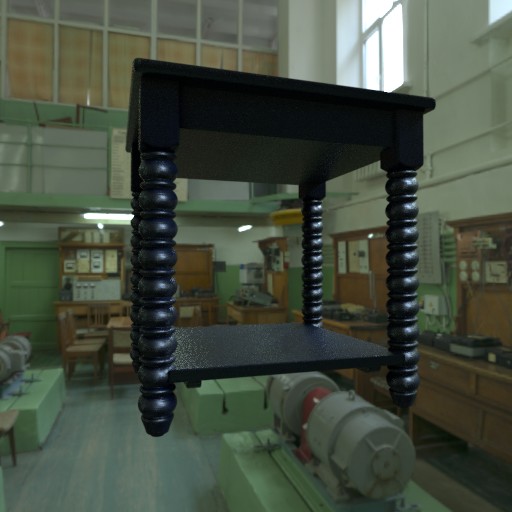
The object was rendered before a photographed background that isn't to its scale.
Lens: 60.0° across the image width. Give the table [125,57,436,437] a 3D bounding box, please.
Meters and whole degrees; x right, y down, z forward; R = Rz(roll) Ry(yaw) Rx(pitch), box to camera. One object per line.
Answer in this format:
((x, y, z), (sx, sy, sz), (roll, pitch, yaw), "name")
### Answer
((0.000, 0.000, 0.954), (0.533, 0.567, 0.500), (0, -1, -18), "table")
